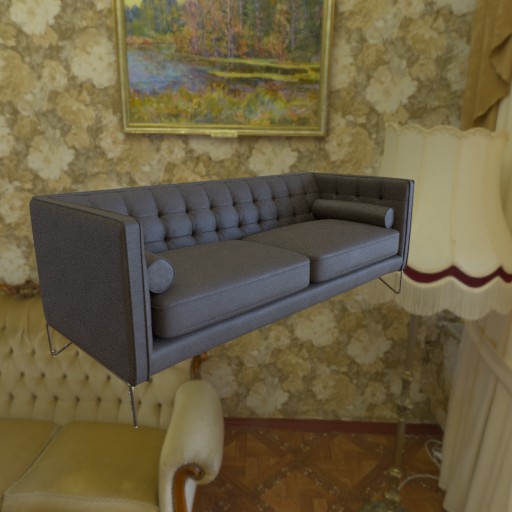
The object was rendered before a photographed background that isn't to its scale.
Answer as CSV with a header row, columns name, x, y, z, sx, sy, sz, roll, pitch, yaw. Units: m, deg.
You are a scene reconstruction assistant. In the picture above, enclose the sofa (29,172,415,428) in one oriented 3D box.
name,x,y,z,sx,sy,sz,roll,pitch,yaw
sofa,0.000,0.000,2.501,0.867,0.789,2.087,14,21,43
